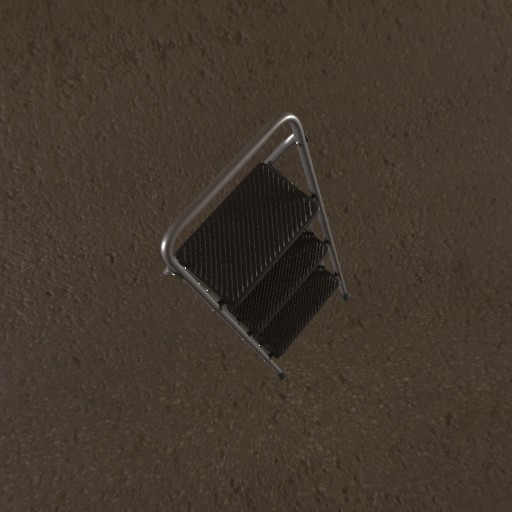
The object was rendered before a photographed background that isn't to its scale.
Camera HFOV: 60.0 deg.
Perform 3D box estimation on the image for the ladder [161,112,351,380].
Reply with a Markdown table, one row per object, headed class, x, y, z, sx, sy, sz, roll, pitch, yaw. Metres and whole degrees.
| class | x | y | z | sx | sy | sz | roll | pitch | yaw |
| --- | --- | --- | --- | --- | --- | --- | --- | --- | --- |
| ladder | 0.000 | 0.000 | 1.300 | 0.629 | 0.945 | 0.430 | 40 | 79 | 9 |
